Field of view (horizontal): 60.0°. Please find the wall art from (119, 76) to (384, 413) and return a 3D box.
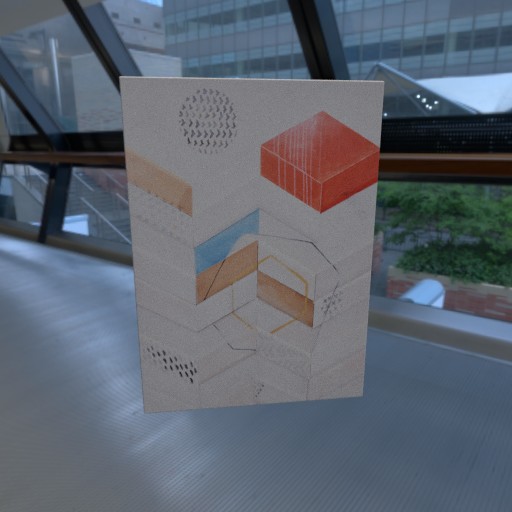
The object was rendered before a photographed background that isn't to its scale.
[{"bbox_3d":[0.000,0.000,1.139,0.613,0.848,0.036,-2,15,-7],"label":"wall art"}]
